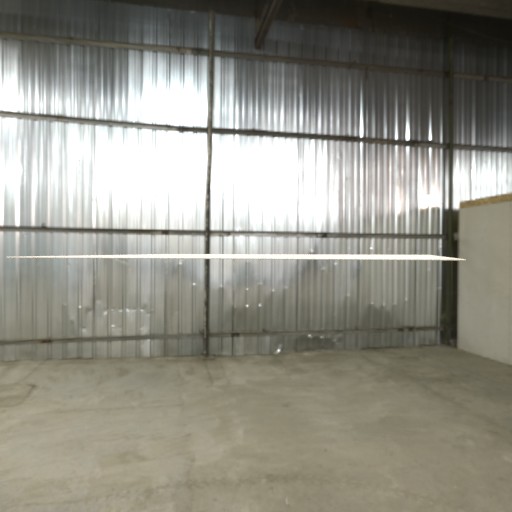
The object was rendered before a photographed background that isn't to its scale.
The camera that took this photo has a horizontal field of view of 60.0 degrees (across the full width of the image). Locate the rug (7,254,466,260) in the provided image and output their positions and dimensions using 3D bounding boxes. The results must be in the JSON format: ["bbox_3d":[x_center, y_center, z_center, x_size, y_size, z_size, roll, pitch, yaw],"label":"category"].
[{"bbox_3d":[0.000,0.000,3.917,3.045,0.008,2.421,0,1,17],"label":"rug"}]
